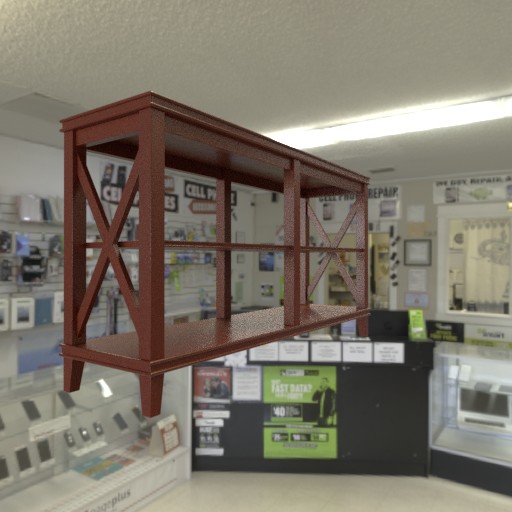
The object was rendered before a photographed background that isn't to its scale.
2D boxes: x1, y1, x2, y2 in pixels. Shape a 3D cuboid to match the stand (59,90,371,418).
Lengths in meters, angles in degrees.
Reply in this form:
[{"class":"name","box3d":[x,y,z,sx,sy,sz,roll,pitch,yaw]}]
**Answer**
[{"class":"stand","box3d":[0.000,0.000,1.691,0.381,0.762,1.372,0,0,36]}]
